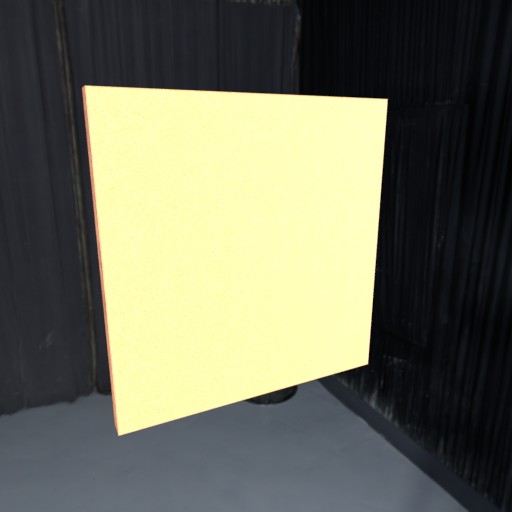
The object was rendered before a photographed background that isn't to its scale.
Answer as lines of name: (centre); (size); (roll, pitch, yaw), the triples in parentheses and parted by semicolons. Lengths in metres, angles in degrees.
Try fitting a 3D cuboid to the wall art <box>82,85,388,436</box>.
wall art: (0.000, 0.000, 0.831); (0.554, 0.572, 0.037); (-8, 17, -26)
